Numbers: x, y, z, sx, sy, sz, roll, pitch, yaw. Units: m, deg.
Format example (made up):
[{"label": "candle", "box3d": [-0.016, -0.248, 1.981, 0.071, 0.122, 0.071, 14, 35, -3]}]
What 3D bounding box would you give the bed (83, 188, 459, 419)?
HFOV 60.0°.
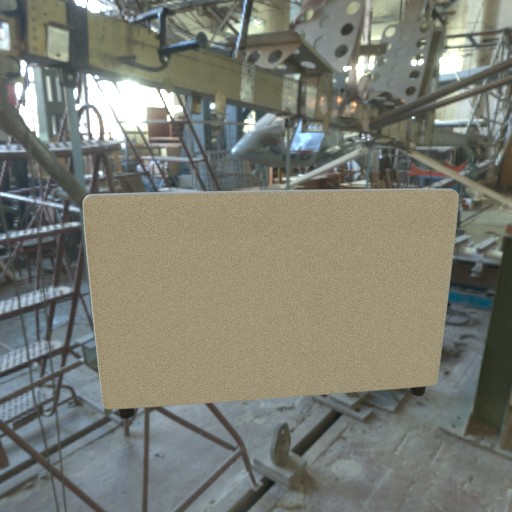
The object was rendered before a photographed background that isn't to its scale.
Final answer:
[{"label": "bed", "box3d": [0.000, 0.000, 3.608, 2.119, 1.317, 2.341, -2, 15, -7]}]
